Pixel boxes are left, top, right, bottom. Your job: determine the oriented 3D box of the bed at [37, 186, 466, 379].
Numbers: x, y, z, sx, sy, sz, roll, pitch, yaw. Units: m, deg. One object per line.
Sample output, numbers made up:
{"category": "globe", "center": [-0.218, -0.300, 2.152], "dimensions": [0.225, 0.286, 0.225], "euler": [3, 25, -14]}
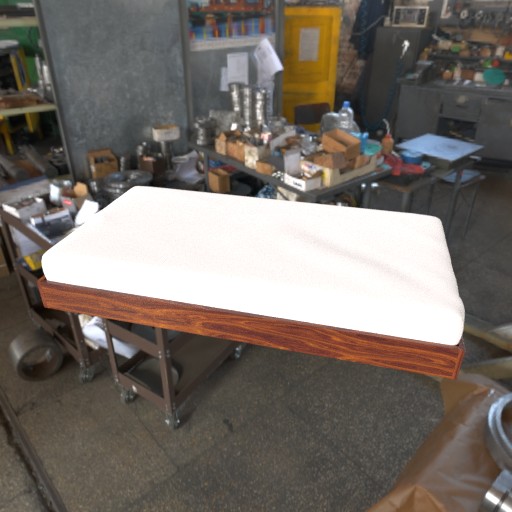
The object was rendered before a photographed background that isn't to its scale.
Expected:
{"category": "bed", "center": [0.000, 0.000, 2.244], "dimensions": [1.860, 0.312, 0.940], "euler": [7, 31, 12]}
